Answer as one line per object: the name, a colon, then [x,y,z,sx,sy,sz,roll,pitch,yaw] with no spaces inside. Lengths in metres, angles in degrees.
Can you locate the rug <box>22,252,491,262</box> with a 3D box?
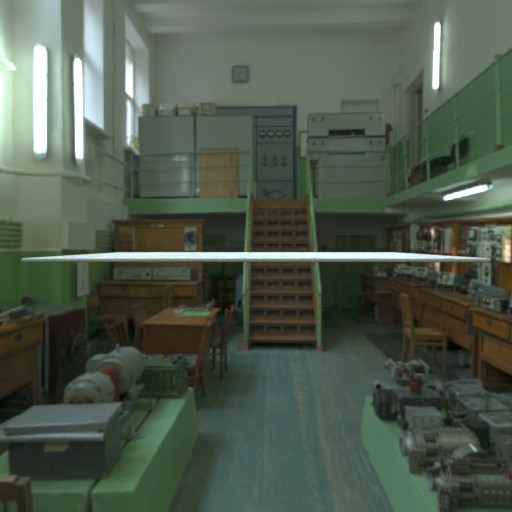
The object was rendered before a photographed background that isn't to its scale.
rug: [0.000,0.000,2.330,1.828,0.015,1.222,0,2,1]
